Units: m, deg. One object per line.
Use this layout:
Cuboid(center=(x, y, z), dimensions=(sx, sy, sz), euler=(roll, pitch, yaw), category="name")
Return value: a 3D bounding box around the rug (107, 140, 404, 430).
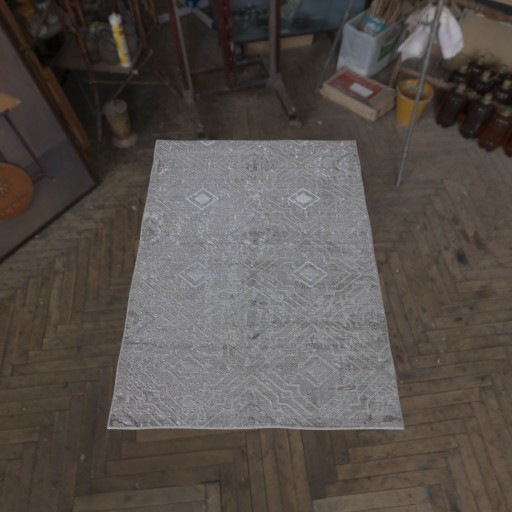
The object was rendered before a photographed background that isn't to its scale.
Cuboid(center=(0.000, 0.000, 4.525), dimensions=(2.448, 0.020, 3.359), euler=(0, 58, 0), category="rug")
